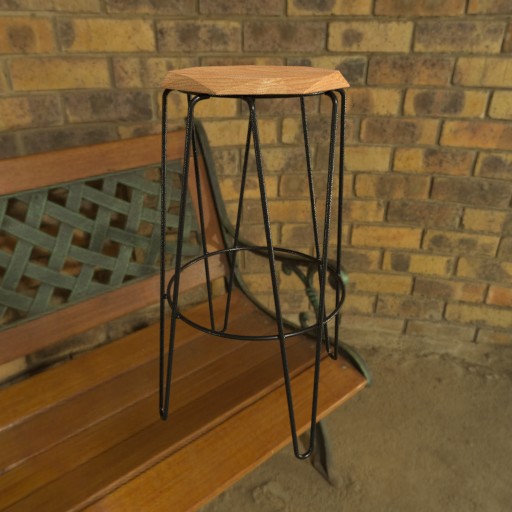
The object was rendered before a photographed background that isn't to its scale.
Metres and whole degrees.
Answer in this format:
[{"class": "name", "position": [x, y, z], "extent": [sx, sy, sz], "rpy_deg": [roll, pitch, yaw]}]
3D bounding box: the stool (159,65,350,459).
[{"class": "stool", "position": [0.000, 0.000, 0.790], "extent": [0.326, 0.610, 0.326], "rpy_deg": [9, 28, 17]}]
